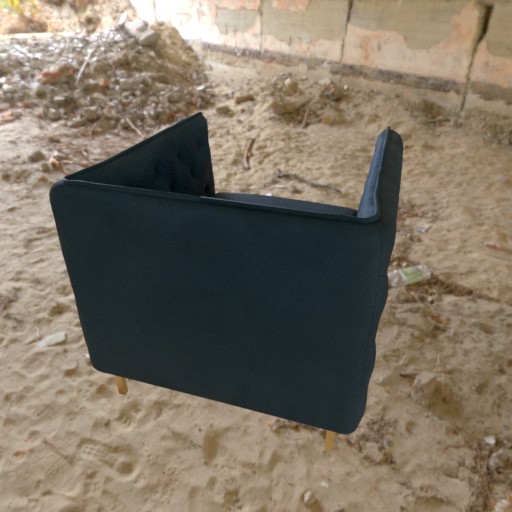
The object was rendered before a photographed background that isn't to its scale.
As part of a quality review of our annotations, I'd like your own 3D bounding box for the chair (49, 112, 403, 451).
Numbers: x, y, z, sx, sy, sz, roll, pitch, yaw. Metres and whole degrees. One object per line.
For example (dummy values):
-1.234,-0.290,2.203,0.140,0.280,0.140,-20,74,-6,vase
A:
0.000,0.000,1.521,0.868,0.771,0.877,9,32,15,chair
